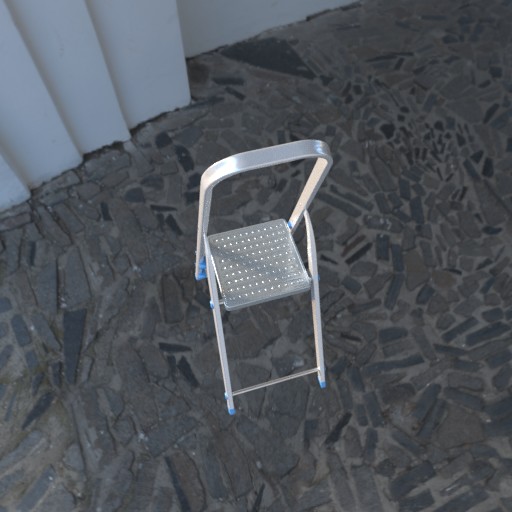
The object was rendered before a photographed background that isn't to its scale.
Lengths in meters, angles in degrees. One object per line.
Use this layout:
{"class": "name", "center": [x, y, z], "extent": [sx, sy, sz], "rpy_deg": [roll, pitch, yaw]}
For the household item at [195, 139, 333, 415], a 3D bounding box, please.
{"class": "household item", "center": [0.000, 0.000, 1.490], "extent": [0.420, 1.215, 0.687], "rpy_deg": [-14, 59, -8]}
